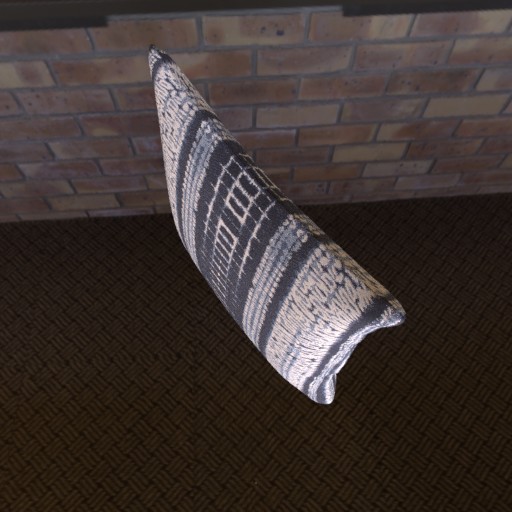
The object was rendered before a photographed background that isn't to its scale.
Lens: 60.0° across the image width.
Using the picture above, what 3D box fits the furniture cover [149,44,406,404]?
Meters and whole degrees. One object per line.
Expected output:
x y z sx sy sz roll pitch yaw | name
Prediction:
0.000 0.000 0.639 0.133 0.435 0.425 -33 68 -16 | furniture cover
